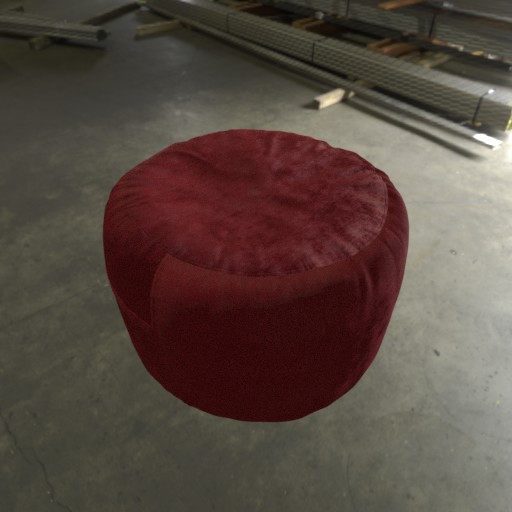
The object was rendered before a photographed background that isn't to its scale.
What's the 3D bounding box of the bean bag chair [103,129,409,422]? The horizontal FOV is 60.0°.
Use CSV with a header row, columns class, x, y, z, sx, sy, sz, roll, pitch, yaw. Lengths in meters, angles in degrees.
class,x,y,z,sx,sy,sz,roll,pitch,yaw
bean bag chair,0.000,0.000,1.925,1.219,0.762,1.219,0,41,0
